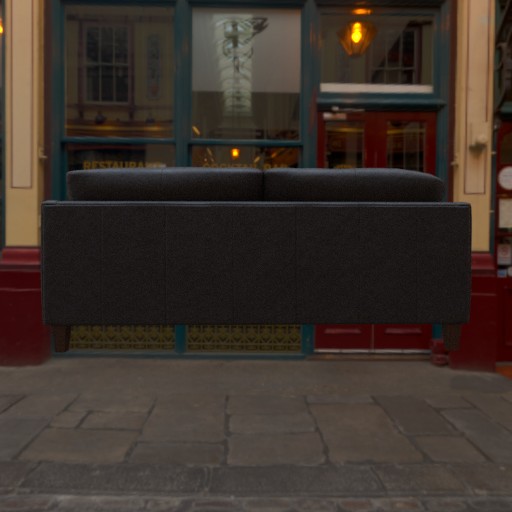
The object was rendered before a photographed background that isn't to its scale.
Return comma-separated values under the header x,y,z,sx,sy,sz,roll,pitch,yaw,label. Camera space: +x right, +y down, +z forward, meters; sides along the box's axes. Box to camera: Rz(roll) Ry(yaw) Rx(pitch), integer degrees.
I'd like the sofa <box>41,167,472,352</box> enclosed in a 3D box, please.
x,y,z,sx,sy,sz,roll,pitch,yaw,label
0.000,0.000,2.452,1.971,0.863,0.933,0,0,-1,sofa
